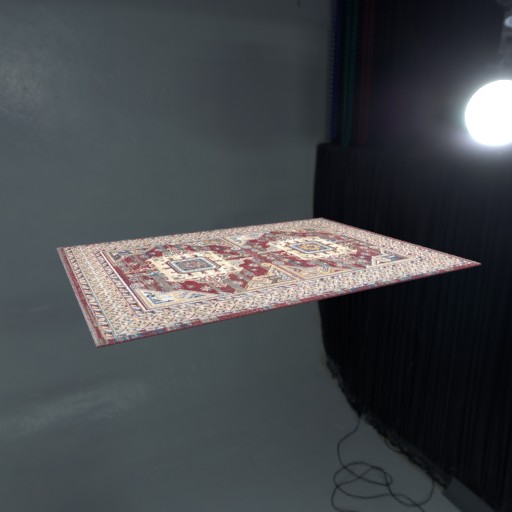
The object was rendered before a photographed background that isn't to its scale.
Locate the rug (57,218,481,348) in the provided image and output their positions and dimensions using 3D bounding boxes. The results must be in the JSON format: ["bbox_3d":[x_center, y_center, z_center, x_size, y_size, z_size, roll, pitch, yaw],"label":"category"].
[{"bbox_3d":[0.000,0.000,2.835,2.210,0.011,1.599,-8,18,-27],"label":"rug"}]
